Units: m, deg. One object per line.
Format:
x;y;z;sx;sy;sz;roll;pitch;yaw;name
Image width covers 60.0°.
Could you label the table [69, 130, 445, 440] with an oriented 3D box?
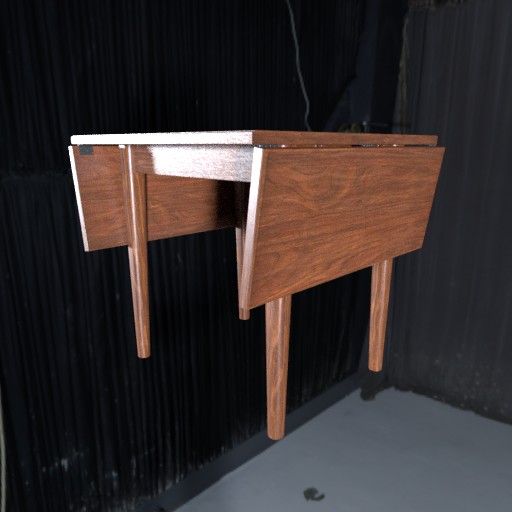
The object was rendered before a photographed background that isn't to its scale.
0.000;0.000;1.457;0.843;0.763;0.812;14;20;43;table
